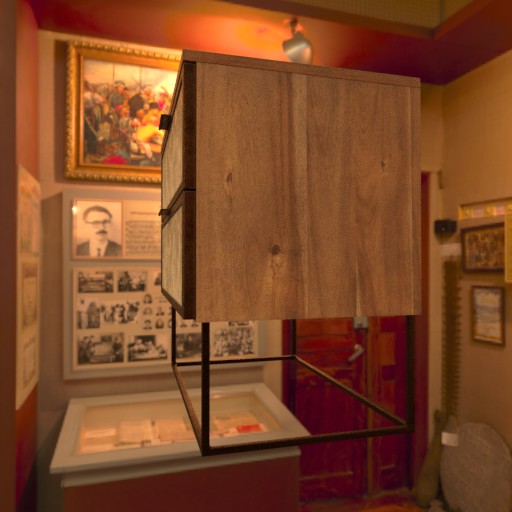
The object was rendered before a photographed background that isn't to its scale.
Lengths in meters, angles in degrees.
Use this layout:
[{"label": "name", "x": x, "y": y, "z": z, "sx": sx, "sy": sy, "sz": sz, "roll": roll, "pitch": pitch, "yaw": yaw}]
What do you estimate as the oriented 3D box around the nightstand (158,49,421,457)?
[{"label": "nightstand", "x": 0.000, "y": 0.000, "z": 1.000, "sx": 0.427, "sy": 0.611, "sz": 0.605, "roll": 0, "pitch": -1, "yaw": -15}]
